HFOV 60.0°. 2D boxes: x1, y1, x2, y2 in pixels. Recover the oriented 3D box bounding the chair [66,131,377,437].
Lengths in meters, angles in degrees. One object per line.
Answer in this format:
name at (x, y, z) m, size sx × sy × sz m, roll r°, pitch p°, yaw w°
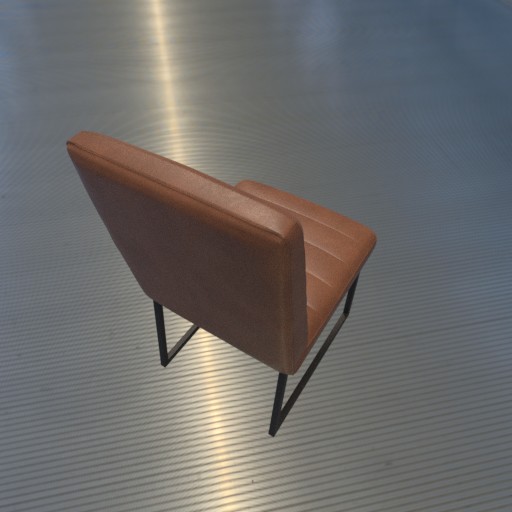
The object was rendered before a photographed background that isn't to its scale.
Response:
chair at (0.000, 0.000, 1.274) m, size 0.520 × 0.930 × 0.634 m, roll 25°, pitch 52°, yaw 22°
